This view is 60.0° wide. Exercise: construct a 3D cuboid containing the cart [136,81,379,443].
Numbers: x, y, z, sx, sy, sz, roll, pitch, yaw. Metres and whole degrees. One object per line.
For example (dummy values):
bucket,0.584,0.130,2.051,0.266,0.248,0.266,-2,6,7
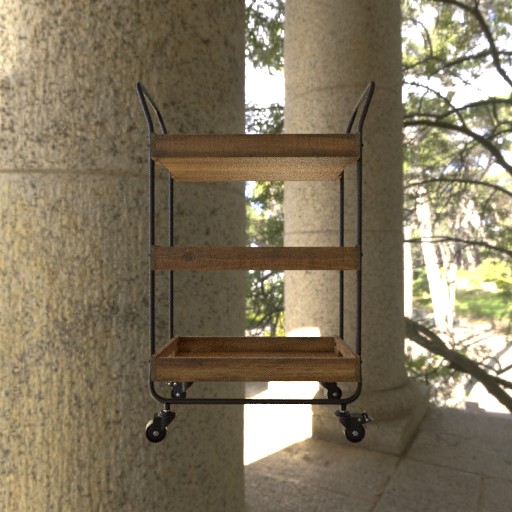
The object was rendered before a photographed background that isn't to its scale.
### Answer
cart,0.000,0.000,1.177,0.583,0.857,0.339,0,-1,1
